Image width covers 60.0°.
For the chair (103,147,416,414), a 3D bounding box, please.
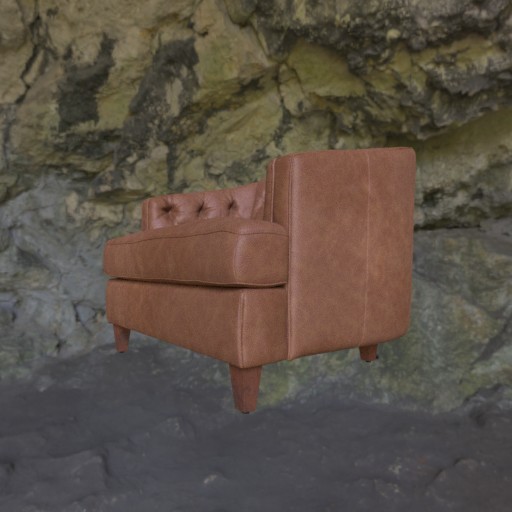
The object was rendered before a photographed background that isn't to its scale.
[{"bbox_3d":[0.000,0.000,1.770,0.911,0.836,1.119,1,-1,-35],"label":"chair"}]
